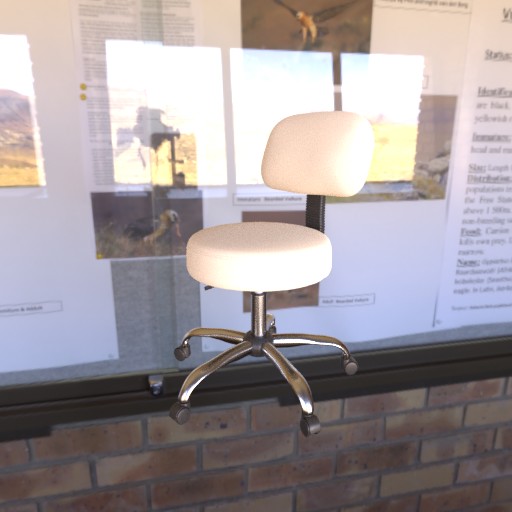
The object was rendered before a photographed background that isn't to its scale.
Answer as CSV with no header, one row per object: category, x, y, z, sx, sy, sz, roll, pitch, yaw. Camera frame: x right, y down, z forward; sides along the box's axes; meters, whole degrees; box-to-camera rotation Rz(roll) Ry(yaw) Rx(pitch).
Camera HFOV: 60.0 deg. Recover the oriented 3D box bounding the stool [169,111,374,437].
stool,0.000,0.000,1.273,0.616,0.810,0.609,-14,21,-42
